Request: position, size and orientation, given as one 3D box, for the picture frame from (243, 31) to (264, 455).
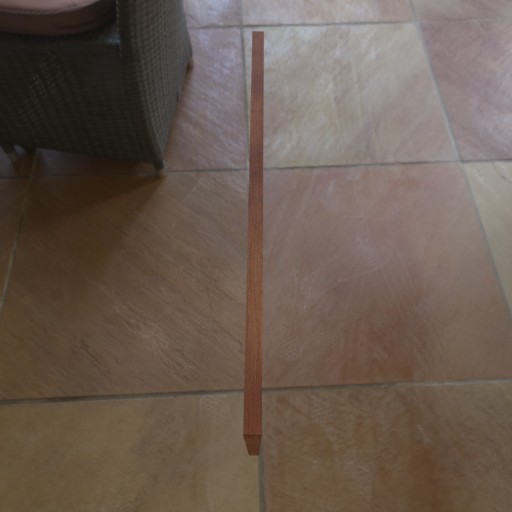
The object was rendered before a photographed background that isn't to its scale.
[{"bbox_3d":[0.000,0.000,1.191,0.029,0.640,0.950,1,63,0],"label":"picture frame"}]
